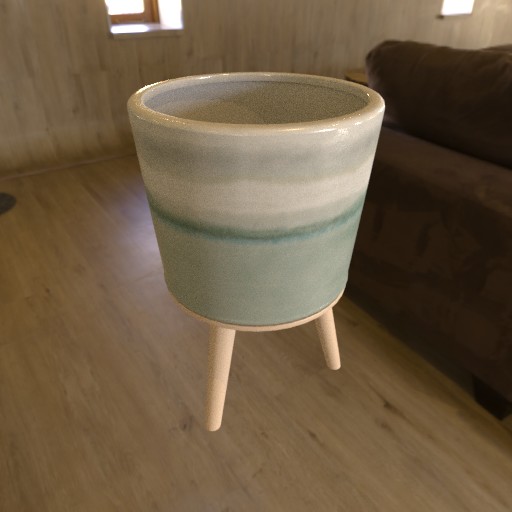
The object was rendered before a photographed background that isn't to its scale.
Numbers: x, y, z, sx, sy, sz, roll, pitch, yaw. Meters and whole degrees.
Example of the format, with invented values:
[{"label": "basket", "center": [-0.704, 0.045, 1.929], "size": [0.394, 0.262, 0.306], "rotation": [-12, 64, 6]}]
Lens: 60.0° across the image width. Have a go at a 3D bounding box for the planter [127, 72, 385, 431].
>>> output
[{"label": "planter", "center": [0.000, 0.000, 0.573], "size": [0.265, 0.404, 0.265], "rotation": [-10, 33, -16]}]
